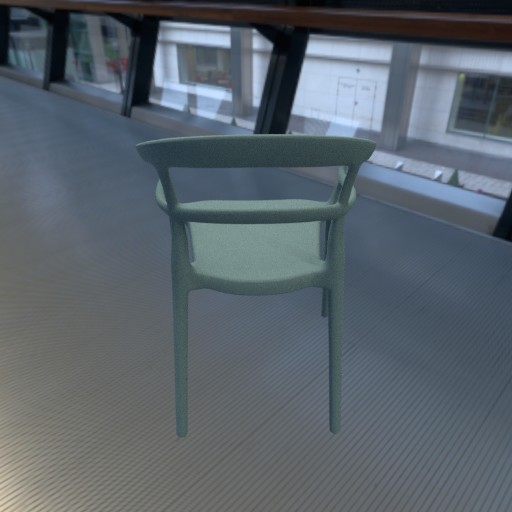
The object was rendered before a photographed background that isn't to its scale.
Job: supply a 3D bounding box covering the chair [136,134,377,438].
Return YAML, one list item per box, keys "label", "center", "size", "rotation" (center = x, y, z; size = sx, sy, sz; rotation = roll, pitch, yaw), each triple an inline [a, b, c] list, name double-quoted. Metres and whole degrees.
- label: "chair"
  center: [0.000, 0.000, 1.145]
  size: [0.559, 0.761, 0.527]
  rotation: [-1, 30, -2]
